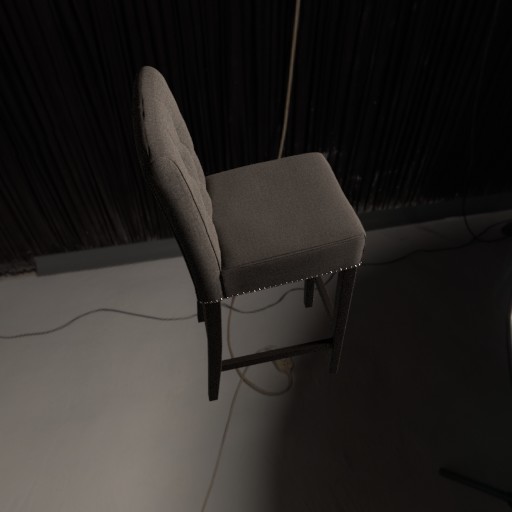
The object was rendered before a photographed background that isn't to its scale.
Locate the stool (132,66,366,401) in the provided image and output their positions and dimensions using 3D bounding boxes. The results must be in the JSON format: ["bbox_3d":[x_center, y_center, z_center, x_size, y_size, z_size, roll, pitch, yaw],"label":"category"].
[{"bbox_3d":[0.000,0.000,1.354,0.548,1.047,0.411,-9,48,-8],"label":"stool"}]
